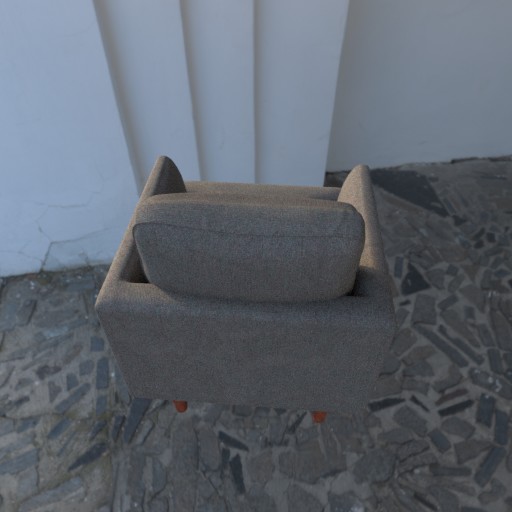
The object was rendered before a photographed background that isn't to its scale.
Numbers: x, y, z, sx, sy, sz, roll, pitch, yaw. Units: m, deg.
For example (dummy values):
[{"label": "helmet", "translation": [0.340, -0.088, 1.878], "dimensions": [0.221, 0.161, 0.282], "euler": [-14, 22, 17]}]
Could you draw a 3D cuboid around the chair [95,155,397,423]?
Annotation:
[{"label": "chair", "translation": [0.000, 0.000, 1.634], "dimensions": [0.858, 0.957, 0.899], "euler": [3, 45, 3]}]
